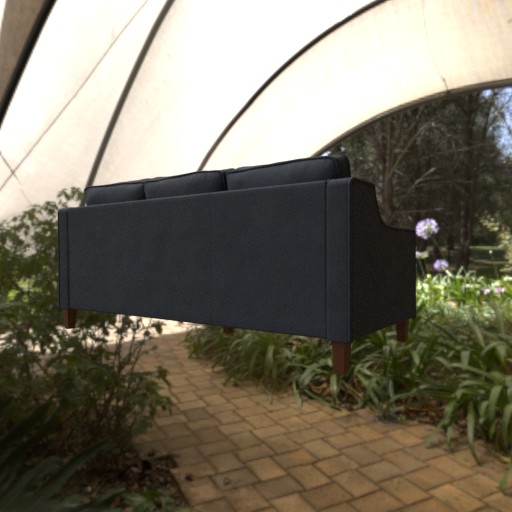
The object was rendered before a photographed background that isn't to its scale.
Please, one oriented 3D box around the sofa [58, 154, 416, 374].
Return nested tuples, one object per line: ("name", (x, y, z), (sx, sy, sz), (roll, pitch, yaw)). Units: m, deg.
("sofa", (0.000, 0.000, 3.360), (2.317, 1.066, 1.858), (0, 0, 35))
